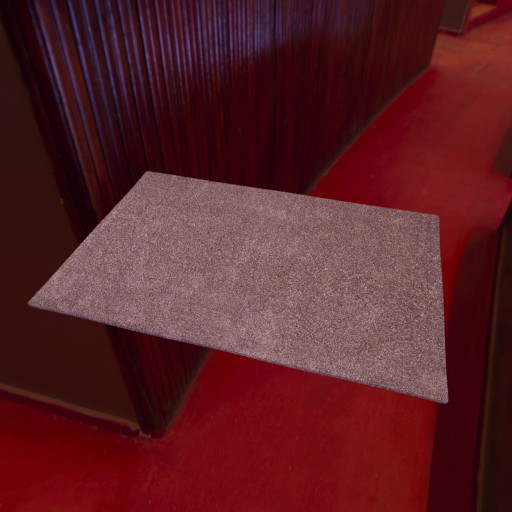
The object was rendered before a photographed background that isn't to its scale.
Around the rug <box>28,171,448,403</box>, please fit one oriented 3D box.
[{"bbox_3d":[0.000,0.000,3.366,2.699,0.026,1.802,11,42,12],"label":"rug"}]
